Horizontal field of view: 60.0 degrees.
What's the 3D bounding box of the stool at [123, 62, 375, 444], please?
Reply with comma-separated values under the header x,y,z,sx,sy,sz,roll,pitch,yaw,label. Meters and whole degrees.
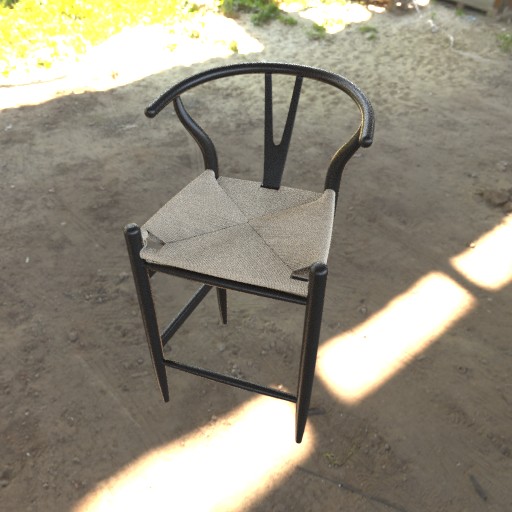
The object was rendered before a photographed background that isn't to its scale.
x,y,z,sx,sy,sz,roll,pitch,yaw,label
0.000,0.000,1.350,0.569,0.970,0.579,12,41,14,stool
